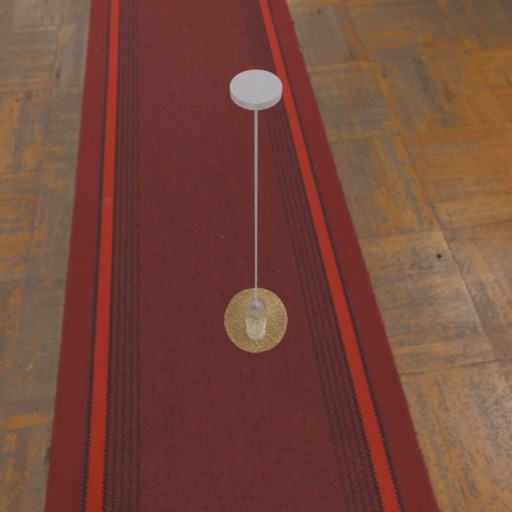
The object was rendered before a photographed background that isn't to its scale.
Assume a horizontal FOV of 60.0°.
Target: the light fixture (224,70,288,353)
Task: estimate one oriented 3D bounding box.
[{"bbox_3d":[0.000,0.000,2.174,0.406,1.955,0.407,33,64,18],"label":"light fixture"}]
